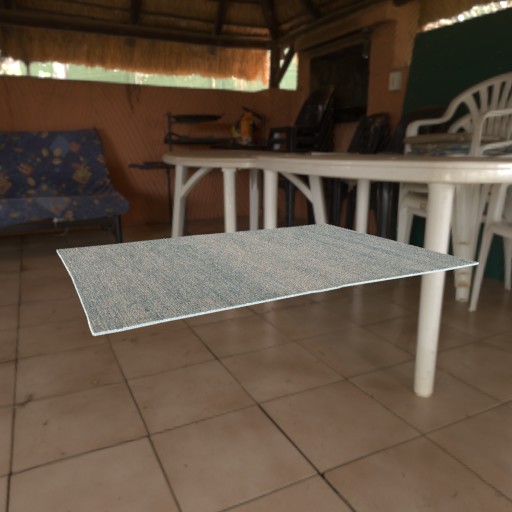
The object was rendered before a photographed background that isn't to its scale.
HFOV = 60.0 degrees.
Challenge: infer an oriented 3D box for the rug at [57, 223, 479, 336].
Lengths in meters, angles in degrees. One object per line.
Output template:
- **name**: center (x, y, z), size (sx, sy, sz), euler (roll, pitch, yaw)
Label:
- **rug**: center (0.000, 0.000, 2.926), size (2.306, 0.030, 1.613), euler (-7, 16, -27)
